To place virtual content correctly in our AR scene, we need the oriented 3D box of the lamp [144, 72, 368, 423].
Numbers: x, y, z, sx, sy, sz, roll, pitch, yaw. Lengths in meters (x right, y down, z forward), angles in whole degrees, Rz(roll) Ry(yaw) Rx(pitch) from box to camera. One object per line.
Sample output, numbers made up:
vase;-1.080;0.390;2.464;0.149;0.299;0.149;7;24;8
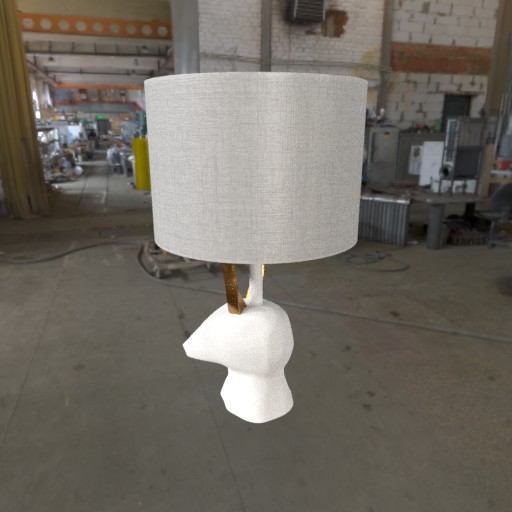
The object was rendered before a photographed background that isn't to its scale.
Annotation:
lamp;0.000;0.000;0.678;0.298;0.503;0.298;8;19;26
